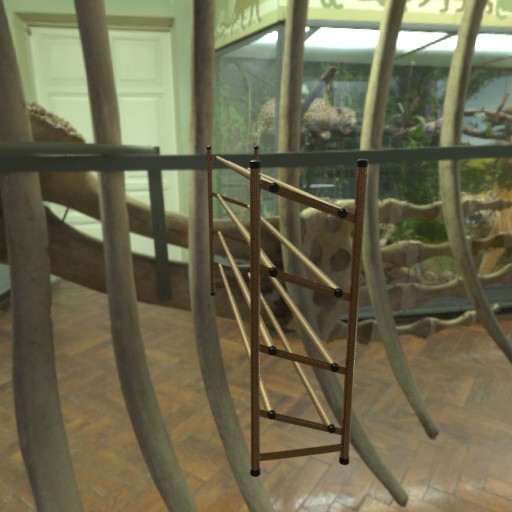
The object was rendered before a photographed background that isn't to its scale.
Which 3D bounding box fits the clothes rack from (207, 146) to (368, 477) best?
[{"bbox_3d":[0.000,0.000,1.446,0.229,0.672,1.168,-3,15,-10],"label":"clothes rack"}]
